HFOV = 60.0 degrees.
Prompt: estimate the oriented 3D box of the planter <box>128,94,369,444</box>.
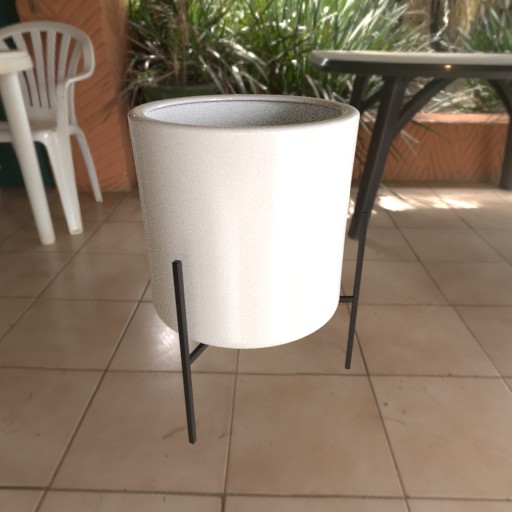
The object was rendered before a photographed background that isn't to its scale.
[{"bbox_3d":[0.000,0.000,0.747,0.361,0.480,0.360,0,26,0],"label":"planter"}]
